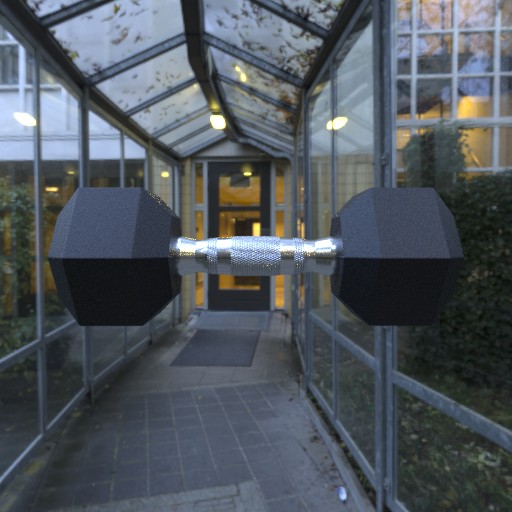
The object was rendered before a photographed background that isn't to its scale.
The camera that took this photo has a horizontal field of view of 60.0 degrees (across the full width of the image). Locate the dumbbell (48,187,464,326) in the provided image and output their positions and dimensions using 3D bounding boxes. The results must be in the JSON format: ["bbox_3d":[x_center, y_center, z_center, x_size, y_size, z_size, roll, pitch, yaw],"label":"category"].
[{"bbox_3d":[0.000,0.000,0.321,0.272,0.092,0.106,0,2,0],"label":"dumbbell"}]
